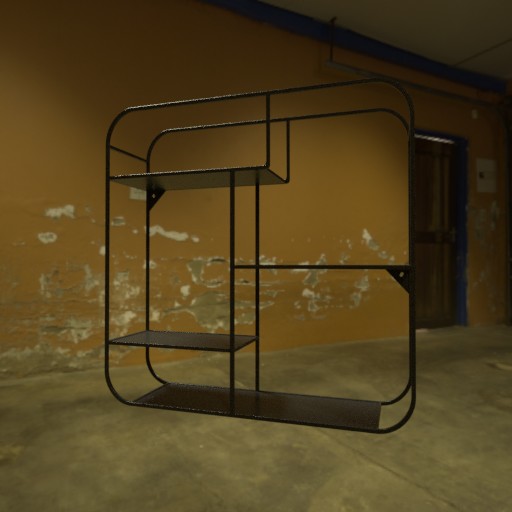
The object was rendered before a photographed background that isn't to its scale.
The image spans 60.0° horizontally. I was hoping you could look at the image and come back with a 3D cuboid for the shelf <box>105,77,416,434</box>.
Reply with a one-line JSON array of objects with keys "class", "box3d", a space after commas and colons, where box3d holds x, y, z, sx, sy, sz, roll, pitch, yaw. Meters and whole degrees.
[{"class": "shelf", "box3d": [0.000, 0.000, 0.895, 0.600, 0.600, 0.160, 0, -1, 18]}]
